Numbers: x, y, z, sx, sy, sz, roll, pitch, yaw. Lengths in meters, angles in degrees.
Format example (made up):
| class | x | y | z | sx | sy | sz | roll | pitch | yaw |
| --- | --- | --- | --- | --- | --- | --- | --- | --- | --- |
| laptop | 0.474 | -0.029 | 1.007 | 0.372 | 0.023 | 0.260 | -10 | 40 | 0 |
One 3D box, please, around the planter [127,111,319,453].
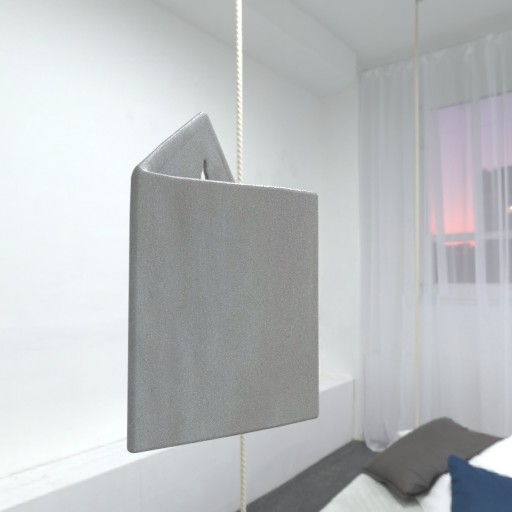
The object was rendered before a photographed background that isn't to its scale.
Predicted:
| class | x | y | z | sx | sy | sz | roll | pitch | yaw |
| --- | --- | --- | --- | --- | --- | --- | --- | --- | --- |
| planter | 0.000 | 0.000 | 0.281 | 0.080 | 0.194 | 0.163 | -1 | -2 | 19 |
